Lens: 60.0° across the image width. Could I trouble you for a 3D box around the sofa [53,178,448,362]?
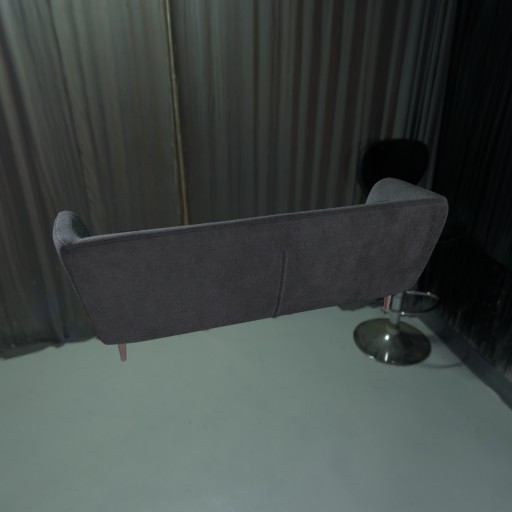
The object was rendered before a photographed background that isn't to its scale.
[{"bbox_3d":[0.000,0.000,2.812,2.296,0.875,0.956,-8,28,-15],"label":"sofa"}]
